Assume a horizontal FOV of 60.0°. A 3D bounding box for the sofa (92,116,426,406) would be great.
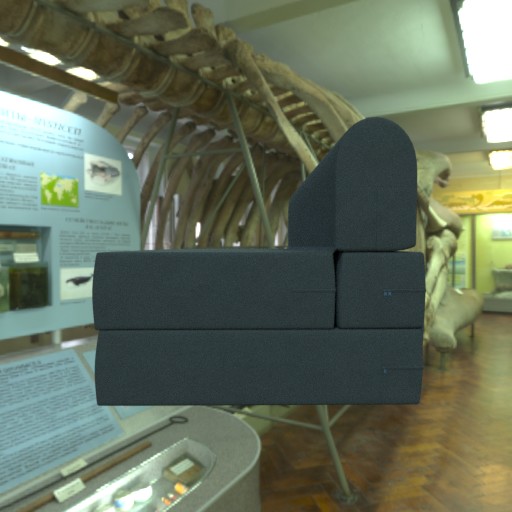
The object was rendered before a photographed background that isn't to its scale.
[{"bbox_3d":[0.000,0.000,1.606,0.762,0.660,1.219,0,1,-1],"label":"sofa"}]
